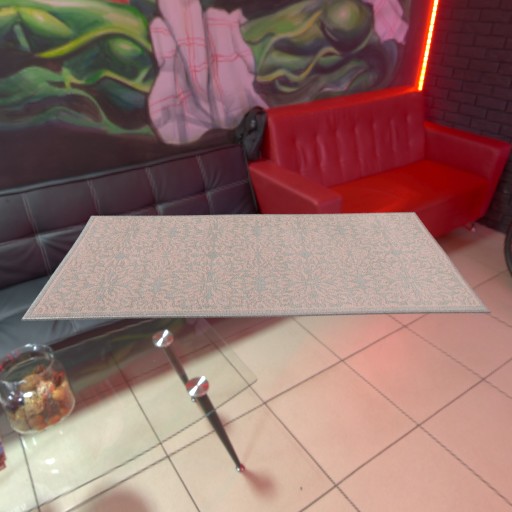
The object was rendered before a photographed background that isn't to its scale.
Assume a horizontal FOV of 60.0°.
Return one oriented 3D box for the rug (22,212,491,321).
[{"bbox_3d":[0.000,0.000,1.407,1.219,0.007,0.604,-1,31,-1],"label":"rug"}]
